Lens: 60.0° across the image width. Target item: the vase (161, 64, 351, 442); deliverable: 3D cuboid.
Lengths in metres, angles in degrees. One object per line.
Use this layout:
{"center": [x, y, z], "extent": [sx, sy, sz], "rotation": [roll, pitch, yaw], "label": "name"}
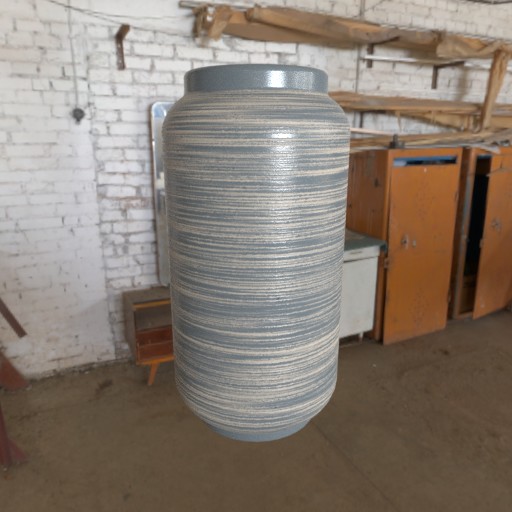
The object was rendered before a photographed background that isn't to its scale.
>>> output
{"center": [0.000, 0.000, 0.300], "extent": [0.116, 0.230, 0.116], "rotation": [0, 16, 0], "label": "vase"}
